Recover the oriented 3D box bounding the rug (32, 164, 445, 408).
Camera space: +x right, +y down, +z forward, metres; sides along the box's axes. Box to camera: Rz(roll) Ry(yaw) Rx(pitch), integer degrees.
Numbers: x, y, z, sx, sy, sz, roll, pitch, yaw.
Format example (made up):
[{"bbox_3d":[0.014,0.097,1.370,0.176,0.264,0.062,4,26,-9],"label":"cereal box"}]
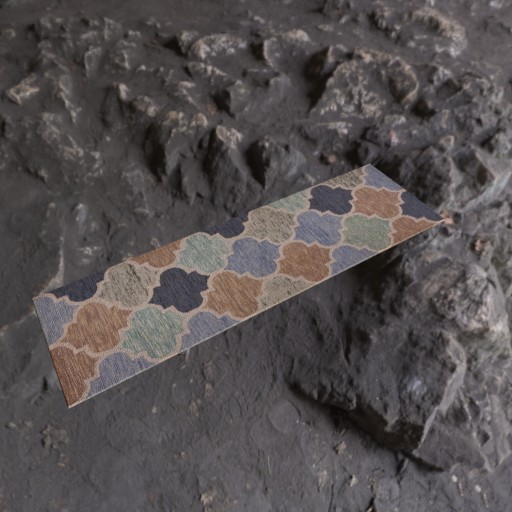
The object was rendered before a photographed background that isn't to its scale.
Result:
[{"bbox_3d":[0.000,0.000,2.489,2.287,0.011,0.687,-24,51,-21],"label":"rug"}]
